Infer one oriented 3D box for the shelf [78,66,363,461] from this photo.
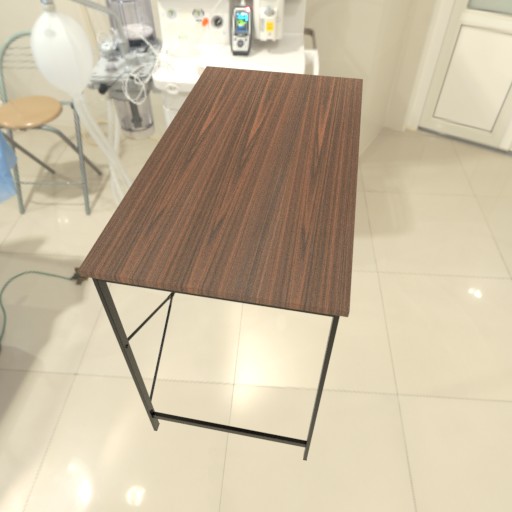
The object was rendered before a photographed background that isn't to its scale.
[{"bbox_3d":[0.000,0.000,1.363,0.498,0.750,0.902,8,47,8],"label":"shelf"}]
